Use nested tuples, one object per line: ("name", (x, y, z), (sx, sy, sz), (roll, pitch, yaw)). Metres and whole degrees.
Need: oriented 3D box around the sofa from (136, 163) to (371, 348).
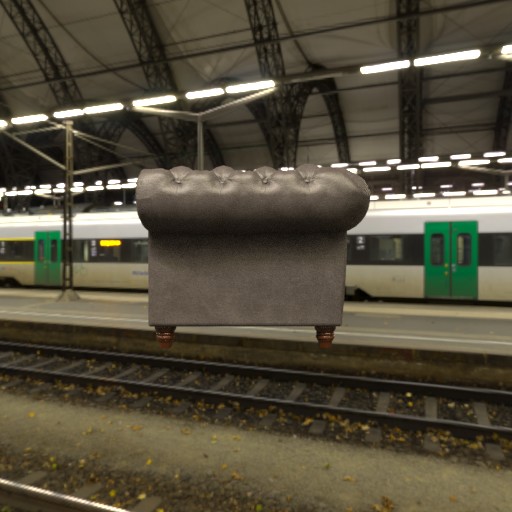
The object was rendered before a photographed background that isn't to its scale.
("sofa", (0.000, 0.000, 2.873), (0.944, 0.783, 2.385), (0, 0, 0))
